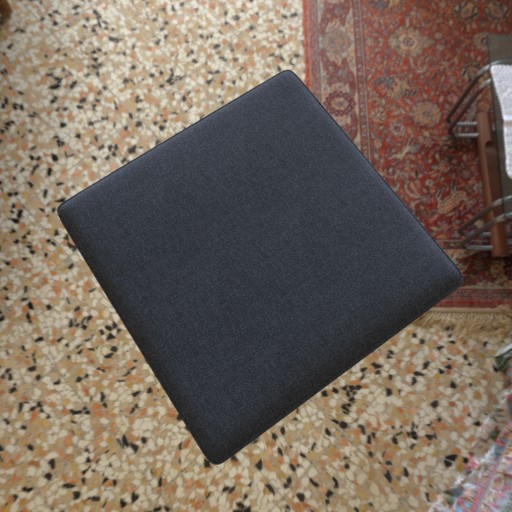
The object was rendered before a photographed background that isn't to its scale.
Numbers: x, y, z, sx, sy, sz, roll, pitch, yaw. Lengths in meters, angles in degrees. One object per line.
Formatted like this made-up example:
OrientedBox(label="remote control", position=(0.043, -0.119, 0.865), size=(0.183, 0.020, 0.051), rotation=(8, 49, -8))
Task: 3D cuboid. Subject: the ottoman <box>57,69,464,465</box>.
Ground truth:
OrientedBox(label="ottoman", position=(0.000, 0.000, 1.607), size=(1.000, 0.439, 1.000), rotation=(-34, 77, -9))
